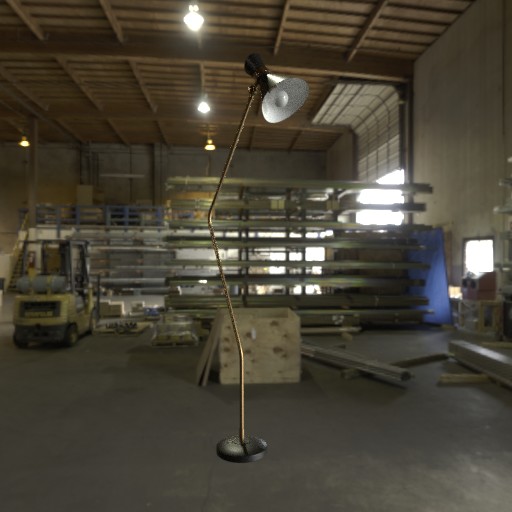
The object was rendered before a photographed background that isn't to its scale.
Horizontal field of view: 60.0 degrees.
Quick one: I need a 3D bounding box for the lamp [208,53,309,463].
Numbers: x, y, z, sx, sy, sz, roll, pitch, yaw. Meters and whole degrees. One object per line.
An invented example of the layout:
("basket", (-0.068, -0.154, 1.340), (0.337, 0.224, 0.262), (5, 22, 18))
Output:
("lamp", (0.000, 0.000, 1.620), (0.277, 1.438, 0.467), (0, 0, -18))
